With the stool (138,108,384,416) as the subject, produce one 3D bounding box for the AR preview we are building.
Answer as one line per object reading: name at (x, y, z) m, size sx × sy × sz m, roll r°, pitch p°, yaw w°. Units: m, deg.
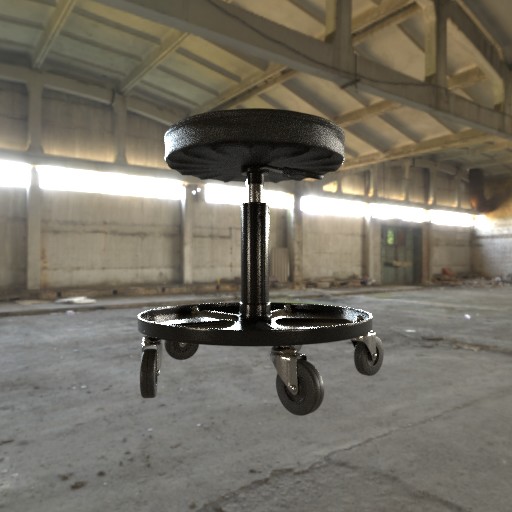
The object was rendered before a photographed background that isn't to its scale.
stool at (0.000, 0.000, 0.671) m, size 0.381 × 0.365 × 0.382 m, roll 1°, pitch -1°, yaw -36°
